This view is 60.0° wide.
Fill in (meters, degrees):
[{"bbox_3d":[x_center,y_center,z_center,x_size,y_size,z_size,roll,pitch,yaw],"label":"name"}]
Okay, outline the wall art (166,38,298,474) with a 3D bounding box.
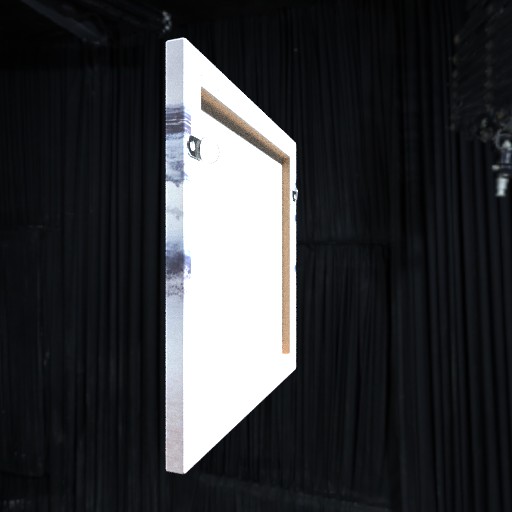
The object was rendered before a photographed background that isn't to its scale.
[{"bbox_3d":[0.000,0.000,1.112,0.065,0.747,0.755,0,0,20],"label":"wall art"}]
